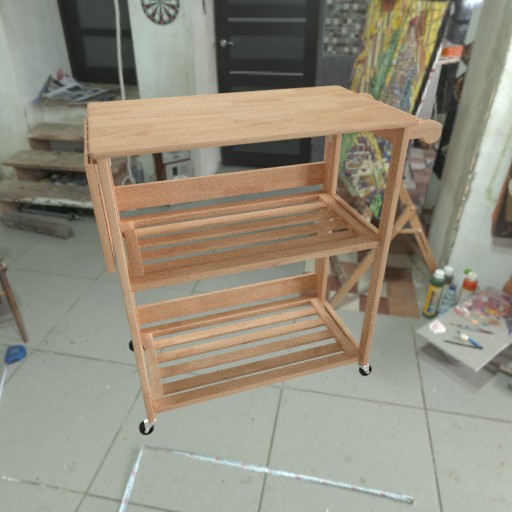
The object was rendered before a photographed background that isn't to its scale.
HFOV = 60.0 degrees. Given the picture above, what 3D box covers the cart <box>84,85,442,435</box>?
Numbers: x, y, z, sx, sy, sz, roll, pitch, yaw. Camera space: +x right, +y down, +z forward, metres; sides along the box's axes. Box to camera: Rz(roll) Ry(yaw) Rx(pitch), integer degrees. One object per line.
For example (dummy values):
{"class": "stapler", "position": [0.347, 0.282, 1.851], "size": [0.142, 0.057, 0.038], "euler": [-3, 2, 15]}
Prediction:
{"class": "cart", "position": [0.000, 0.000, 1.362], "size": [0.853, 0.879, 0.432], "euler": [-10, 33, -15]}
